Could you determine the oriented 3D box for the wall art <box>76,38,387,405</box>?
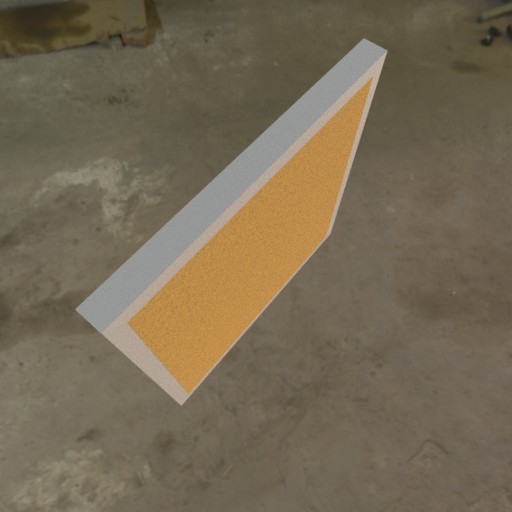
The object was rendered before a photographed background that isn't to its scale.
[{"bbox_3d":[0.000,0.000,1.888,0.098,1.291,1.289,37,69,16],"label":"wall art"}]
